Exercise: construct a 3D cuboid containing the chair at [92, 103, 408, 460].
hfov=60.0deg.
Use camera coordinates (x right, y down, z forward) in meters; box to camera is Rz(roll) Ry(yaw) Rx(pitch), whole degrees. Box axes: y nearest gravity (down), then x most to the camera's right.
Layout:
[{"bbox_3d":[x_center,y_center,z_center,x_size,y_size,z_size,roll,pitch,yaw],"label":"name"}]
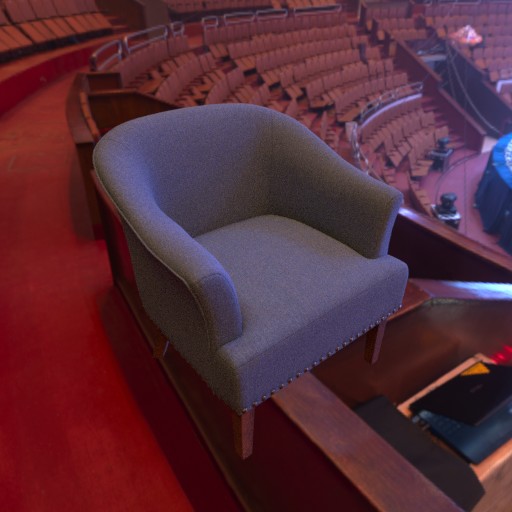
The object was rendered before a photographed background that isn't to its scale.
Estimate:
[{"bbox_3d":[0.000,0.000,1.420,0.798,0.815,0.704,-23,38,-34],"label":"chair"}]
